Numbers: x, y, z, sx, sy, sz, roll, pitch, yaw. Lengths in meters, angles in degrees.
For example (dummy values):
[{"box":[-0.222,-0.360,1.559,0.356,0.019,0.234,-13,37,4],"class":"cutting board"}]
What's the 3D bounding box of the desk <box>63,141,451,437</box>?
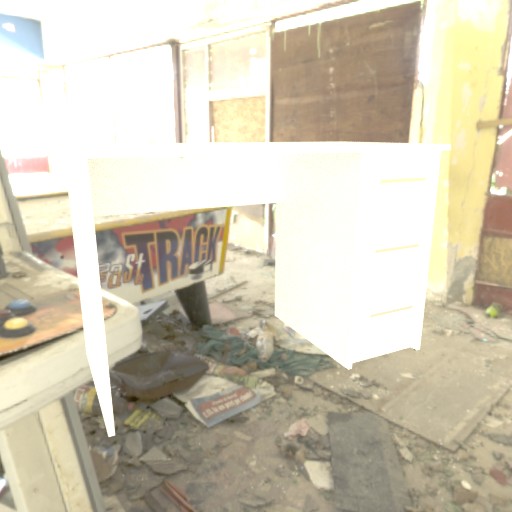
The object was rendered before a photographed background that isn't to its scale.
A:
[{"box":[0.000,0.000,1.502,1.097,0.735,0.560,-7,17,-25],"class":"desk"}]
